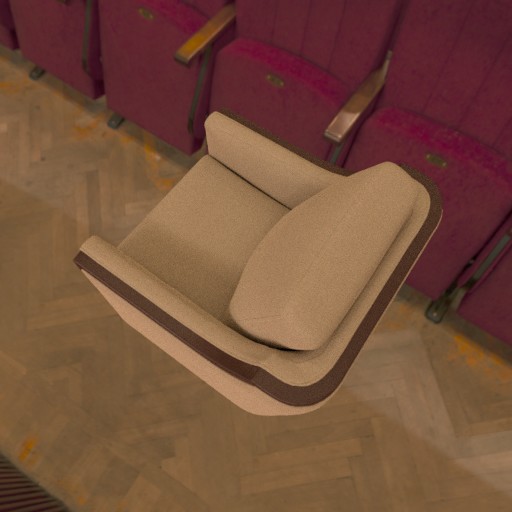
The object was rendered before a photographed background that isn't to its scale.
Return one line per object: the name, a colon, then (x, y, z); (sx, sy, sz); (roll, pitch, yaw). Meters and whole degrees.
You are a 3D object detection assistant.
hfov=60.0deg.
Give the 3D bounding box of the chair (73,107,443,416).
chair: (0.000, 0.000, 1.622); (0.950, 0.930, 0.870); (33, 69, 15)
